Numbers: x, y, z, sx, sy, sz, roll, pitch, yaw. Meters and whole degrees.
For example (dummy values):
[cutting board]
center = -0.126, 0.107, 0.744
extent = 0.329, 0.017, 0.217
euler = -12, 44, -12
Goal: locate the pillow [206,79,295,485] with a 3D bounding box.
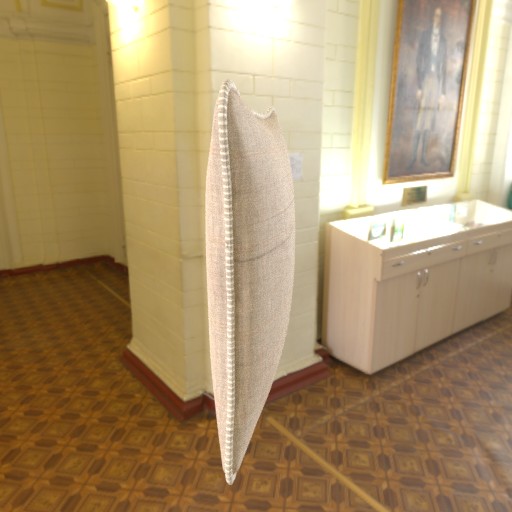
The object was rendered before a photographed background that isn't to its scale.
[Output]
[pillow]
center = 0.000, 0.000, 0.726
extent = 0.124, 0.494, 0.485
euler = 2, 15, 8
